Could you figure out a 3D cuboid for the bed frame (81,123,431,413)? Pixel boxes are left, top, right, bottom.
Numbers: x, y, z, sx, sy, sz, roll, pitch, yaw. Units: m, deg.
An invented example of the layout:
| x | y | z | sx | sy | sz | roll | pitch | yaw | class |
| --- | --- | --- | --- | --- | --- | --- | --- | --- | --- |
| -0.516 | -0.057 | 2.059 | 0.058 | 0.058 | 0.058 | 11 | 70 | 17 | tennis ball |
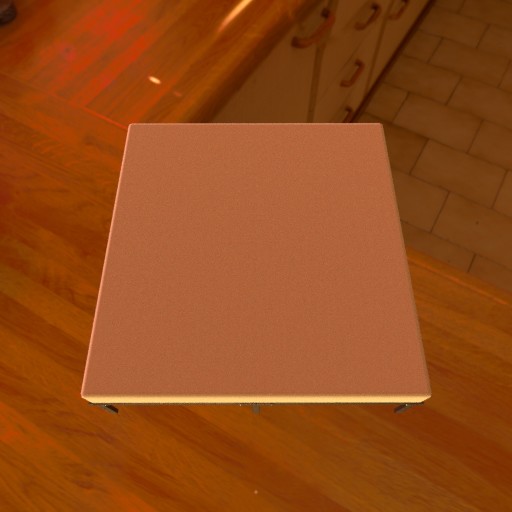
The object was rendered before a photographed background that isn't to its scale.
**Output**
| x | y | z | sx | sy | sz | roll | pitch | yaw | class |
| --- | --- | --- | --- | --- | --- | --- | --- | --- | --- |
| 0.000 | 0.000 | 4.027 | 2.526 | 0.680 | 2.635 | 0 | 62 | 0 | bed frame |
